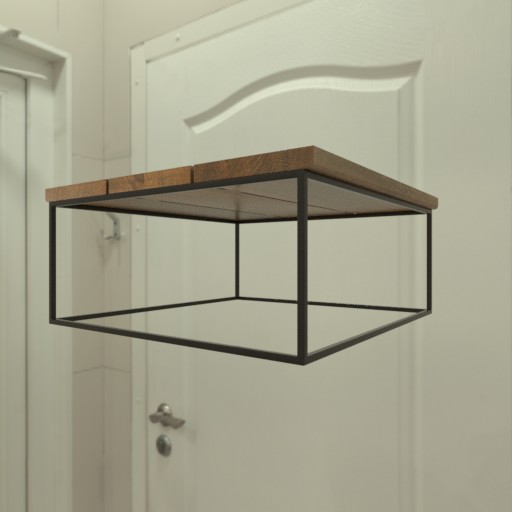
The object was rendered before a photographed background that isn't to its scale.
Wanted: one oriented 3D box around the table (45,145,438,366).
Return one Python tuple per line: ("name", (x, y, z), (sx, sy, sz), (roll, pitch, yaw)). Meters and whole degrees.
("table", (0.000, 0.000, 1.424), (0.900, 0.400, 0.900), (0, 0, 36))
